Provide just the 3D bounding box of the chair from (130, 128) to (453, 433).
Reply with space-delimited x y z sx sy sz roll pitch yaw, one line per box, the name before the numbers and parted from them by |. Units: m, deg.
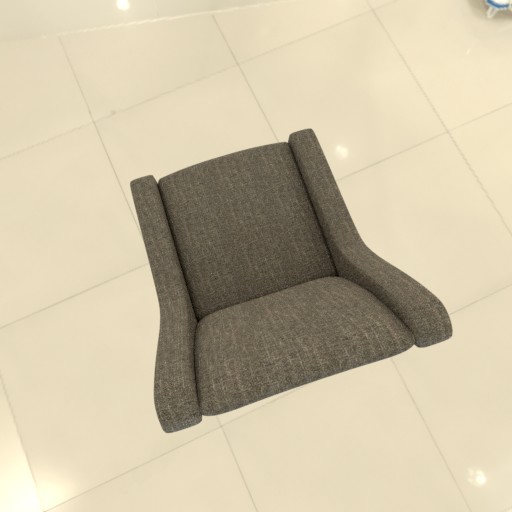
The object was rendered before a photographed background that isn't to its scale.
chair | 0.000 0.000 1.686 0.793 1.012 0.944 -17 77 -4
